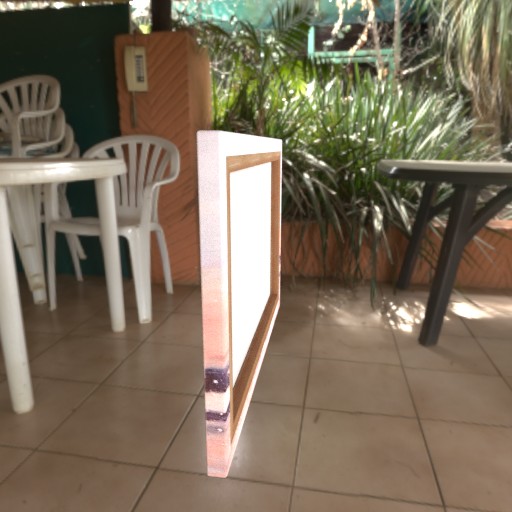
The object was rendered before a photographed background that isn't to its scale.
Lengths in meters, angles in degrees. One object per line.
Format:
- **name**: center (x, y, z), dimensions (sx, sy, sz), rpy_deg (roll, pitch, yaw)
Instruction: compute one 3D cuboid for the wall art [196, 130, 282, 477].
- **wall art**: center (0.000, 0.000, 1.172), dimensions (0.038, 0.609, 0.913), rpy_deg (2, 14, 9)
